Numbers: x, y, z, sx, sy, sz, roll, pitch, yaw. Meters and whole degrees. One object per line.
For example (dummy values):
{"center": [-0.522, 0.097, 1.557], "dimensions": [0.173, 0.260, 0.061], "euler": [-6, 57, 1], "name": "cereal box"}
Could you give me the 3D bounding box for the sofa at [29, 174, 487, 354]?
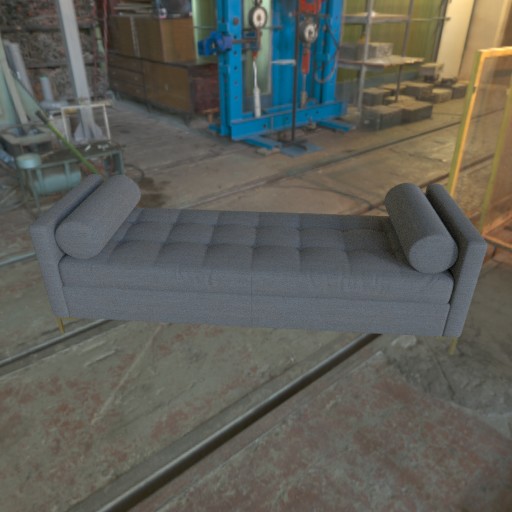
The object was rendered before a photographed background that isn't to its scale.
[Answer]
{"center": [0.000, 0.000, 2.334], "dimensions": [1.981, 0.635, 0.686], "euler": [2, 30, 4], "name": "sofa"}
